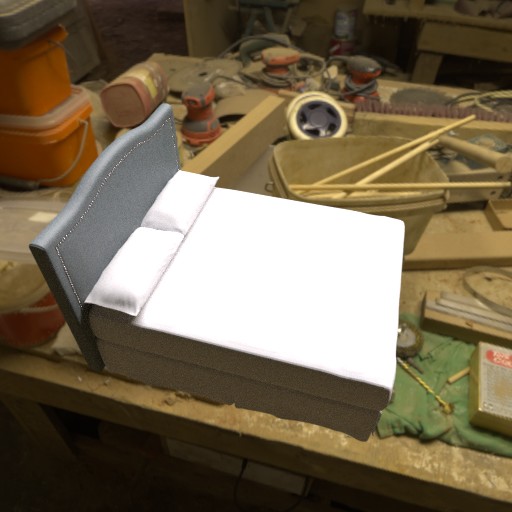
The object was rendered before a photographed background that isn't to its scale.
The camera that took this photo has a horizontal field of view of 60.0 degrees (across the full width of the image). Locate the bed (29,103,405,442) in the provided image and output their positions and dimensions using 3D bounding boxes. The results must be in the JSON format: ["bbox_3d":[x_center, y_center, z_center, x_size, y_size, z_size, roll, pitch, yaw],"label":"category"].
[{"bbox_3d":[0.000,0.000,3.259,2.143,1.460,1.753,11,46,11],"label":"bed"}]
